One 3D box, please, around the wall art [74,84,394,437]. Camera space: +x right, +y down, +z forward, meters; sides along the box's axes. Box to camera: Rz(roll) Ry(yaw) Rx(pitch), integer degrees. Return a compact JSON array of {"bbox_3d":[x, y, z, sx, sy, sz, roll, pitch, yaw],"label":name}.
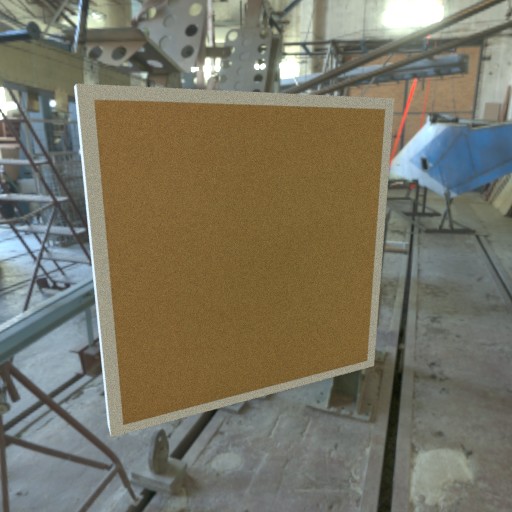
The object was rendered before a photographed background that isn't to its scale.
[{"bbox_3d":[0.000,0.000,0.733,0.508,0.507,0.035,-7,17,-25],"label":"wall art"}]
